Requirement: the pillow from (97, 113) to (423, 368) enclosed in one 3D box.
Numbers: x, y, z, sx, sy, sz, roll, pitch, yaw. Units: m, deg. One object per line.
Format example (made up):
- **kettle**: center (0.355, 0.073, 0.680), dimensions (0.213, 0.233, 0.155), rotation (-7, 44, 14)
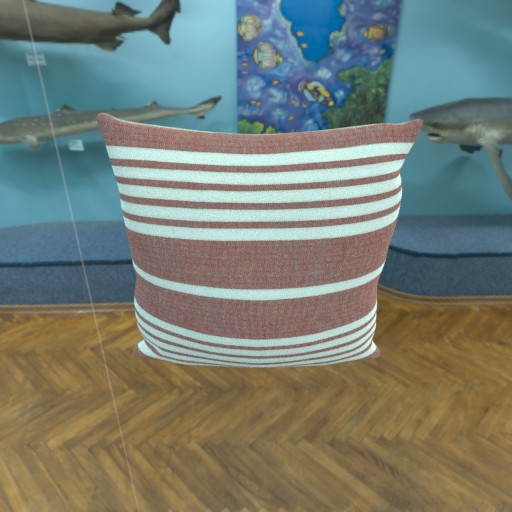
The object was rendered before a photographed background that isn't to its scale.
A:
- **pillow**: center (0.000, 0.000, 0.682), dimensions (0.439, 0.427, 0.182), rotation (0, 30, 1)
